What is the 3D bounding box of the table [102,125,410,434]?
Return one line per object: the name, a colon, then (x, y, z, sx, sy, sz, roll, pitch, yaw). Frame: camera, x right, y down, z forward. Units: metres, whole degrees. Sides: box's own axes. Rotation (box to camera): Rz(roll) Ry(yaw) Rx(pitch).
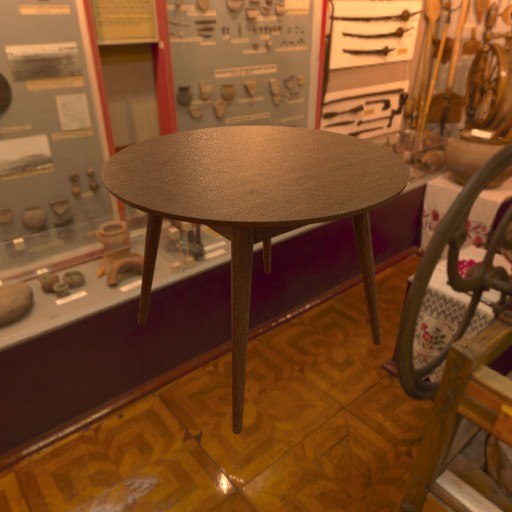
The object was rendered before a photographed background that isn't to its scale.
table: (0.000, 0.000, 1.771, 1.053, 0.786, 1.053, 0, 29, 0)
